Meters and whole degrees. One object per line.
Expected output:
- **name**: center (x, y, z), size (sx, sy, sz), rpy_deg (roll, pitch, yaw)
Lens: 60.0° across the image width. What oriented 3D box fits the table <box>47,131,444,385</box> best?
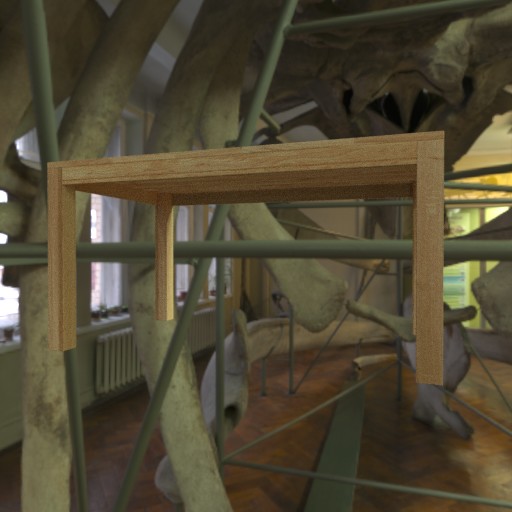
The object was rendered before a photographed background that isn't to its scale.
- **table**: center (0.000, 0.000, 2.005), size (1.500, 0.770, 0.900), rpy_deg (0, 1, 19)
